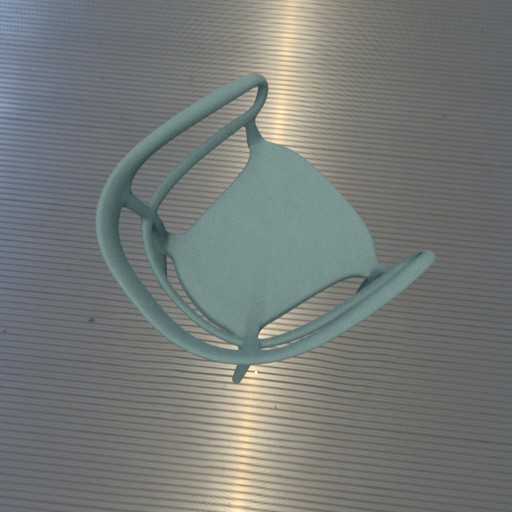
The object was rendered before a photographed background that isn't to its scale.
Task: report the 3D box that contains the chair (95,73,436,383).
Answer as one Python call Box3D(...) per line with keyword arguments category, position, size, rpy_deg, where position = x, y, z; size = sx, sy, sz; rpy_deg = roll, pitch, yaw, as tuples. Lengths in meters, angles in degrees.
Box3D(category="chair", position=(0.000, 0.000, 1.109), size=(0.527, 0.761, 0.559), rpy_deg=(-39, 79, -9))
